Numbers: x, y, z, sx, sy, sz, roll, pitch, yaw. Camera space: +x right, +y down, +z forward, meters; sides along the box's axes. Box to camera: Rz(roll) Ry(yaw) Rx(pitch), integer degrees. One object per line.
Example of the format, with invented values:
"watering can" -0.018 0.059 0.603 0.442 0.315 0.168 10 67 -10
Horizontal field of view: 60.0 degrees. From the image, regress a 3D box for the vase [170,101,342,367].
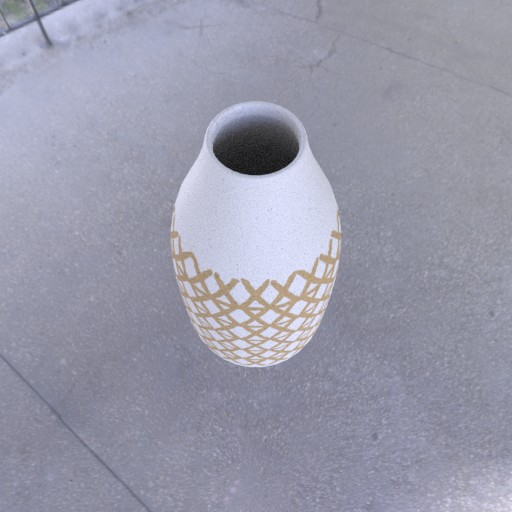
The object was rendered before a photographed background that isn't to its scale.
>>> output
"vase" 0.000 0.000 0.494 0.186 0.380 0.186 0 63 0
